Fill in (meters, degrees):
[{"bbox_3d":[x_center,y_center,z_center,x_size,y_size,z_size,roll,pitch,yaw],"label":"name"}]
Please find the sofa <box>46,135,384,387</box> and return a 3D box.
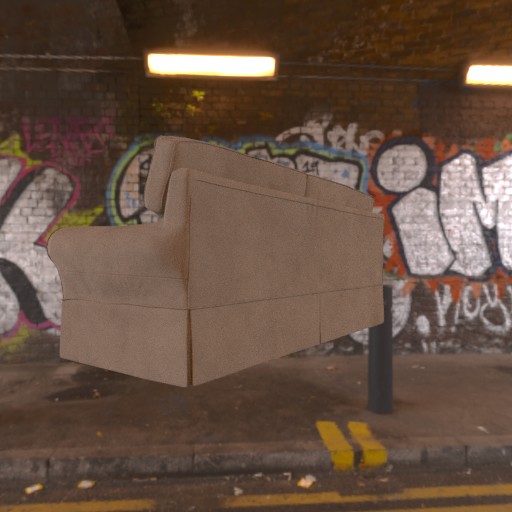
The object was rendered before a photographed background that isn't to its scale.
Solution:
[{"bbox_3d":[0.000,0.000,2.759,0.900,1.014,2.246,0,0,36],"label":"sofa"}]
